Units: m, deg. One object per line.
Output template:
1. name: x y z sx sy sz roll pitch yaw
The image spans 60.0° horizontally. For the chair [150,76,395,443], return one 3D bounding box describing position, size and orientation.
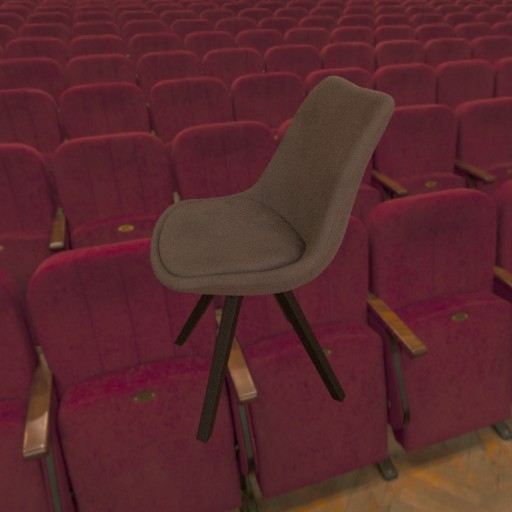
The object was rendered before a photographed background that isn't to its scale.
1. chair: 0.000 0.000 1.194 0.550 0.850 0.476 -9 33 -15
